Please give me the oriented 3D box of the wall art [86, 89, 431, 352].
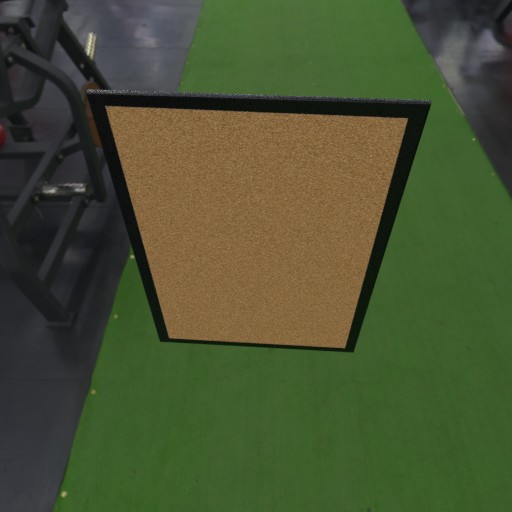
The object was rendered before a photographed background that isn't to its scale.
[{"bbox_3d":[0.000,0.000,1.265,0.707,0.967,0.013,3,47,2],"label":"wall art"}]
